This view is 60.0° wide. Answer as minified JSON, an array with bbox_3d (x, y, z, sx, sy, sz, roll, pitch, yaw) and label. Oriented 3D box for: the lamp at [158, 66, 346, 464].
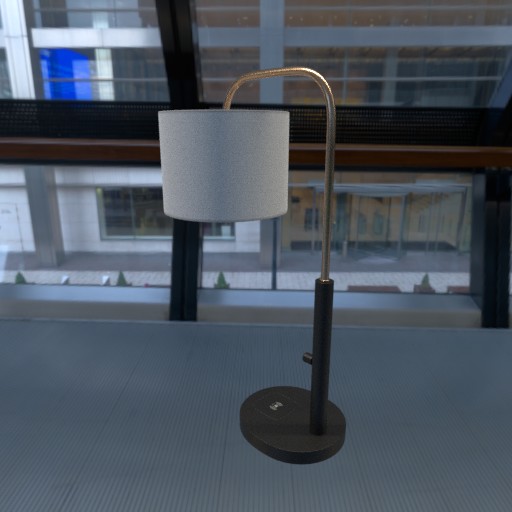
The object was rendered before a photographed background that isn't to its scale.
[{"bbox_3d":[0.000,0.000,0.695,0.199,0.540,0.337,-15,22,-42],"label":"lamp"}]
